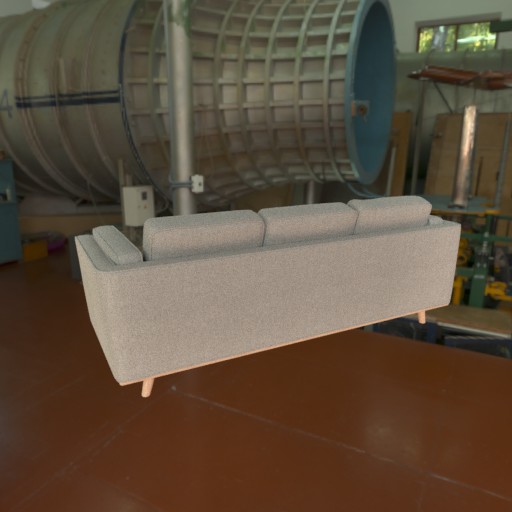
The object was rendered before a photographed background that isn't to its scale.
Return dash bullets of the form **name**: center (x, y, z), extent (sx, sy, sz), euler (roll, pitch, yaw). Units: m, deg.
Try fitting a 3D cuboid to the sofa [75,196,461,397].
- **sofa**: center (0.000, 0.000, 3.231), extent (2.411, 0.929, 1.604), euler (-8, 17, -27)
